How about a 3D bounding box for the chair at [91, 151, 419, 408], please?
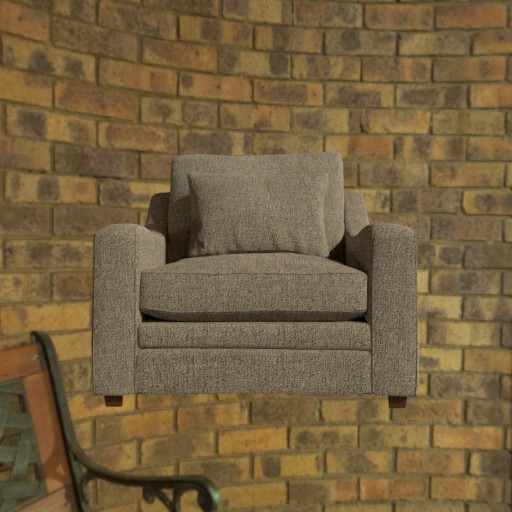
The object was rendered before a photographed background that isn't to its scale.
[{"bbox_3d":[0.000,0.000,1.983,1.138,1.037,1.009,0,1,1],"label":"chair"}]
